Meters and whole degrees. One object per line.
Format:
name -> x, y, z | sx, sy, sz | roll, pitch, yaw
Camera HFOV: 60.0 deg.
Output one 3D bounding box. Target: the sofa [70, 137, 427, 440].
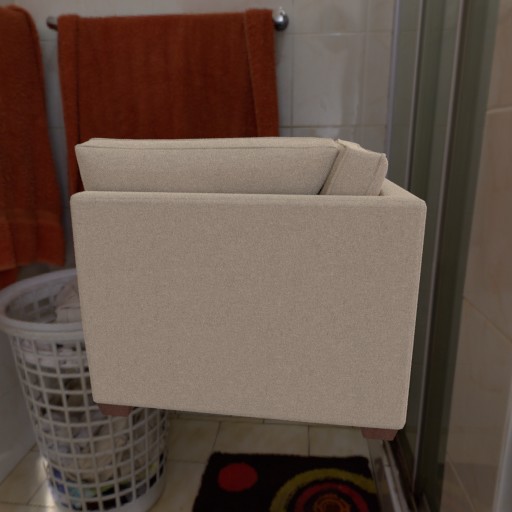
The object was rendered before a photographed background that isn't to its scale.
sofa -> 0.000, 0.000, 1.936 | 1.146, 1.002, 1.084 | 2, 15, 8
